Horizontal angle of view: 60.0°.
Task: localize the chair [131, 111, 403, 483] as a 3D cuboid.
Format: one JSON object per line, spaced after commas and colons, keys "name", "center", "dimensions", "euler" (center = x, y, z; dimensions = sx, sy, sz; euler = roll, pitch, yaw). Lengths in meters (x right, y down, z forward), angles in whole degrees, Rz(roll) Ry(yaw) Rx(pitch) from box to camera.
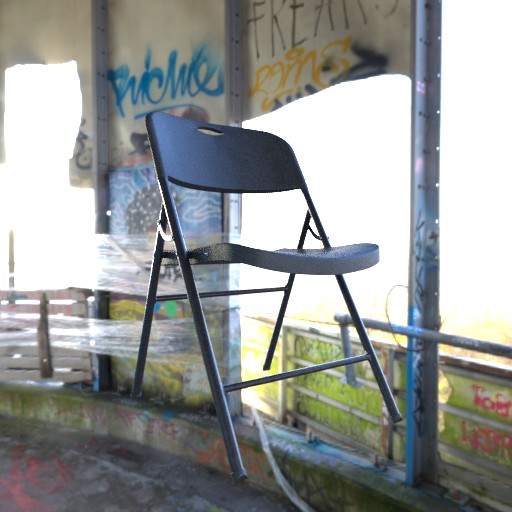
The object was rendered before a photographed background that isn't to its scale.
{"name": "chair", "center": [0.000, 0.000, 1.163], "dimensions": [0.494, 0.810, 0.567], "euler": [-1, 2, -35]}
